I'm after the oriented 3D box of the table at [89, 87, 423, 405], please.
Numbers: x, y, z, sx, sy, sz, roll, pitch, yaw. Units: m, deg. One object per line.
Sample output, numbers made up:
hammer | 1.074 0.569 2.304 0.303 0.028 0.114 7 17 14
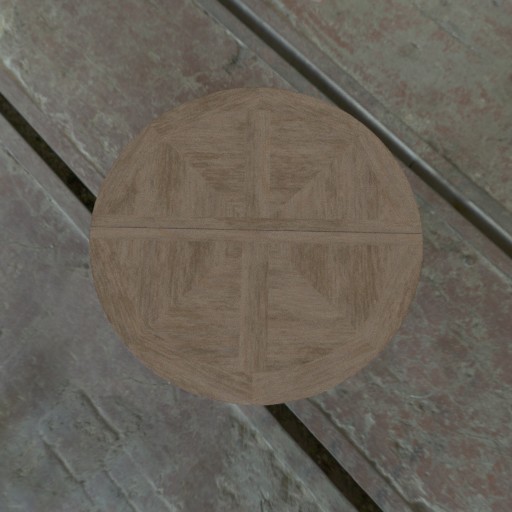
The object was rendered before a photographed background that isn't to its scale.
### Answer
table | 0.000 0.000 2.124 1.319 0.762 1.319 0 74 0
